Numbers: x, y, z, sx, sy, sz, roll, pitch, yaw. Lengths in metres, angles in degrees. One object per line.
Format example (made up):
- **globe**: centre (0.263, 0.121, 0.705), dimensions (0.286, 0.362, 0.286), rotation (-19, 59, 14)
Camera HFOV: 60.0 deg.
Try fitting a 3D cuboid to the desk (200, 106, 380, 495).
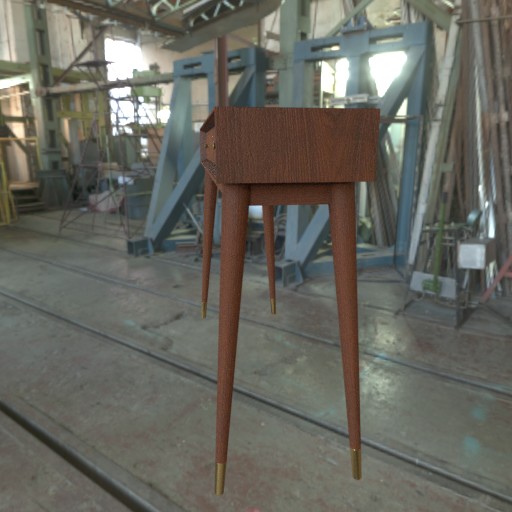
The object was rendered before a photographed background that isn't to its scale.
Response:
- **desk**: centre (0.000, 0.000, 1.589), dimensions (0.384, 0.917, 1.204), rotation (-2, 14, -8)
